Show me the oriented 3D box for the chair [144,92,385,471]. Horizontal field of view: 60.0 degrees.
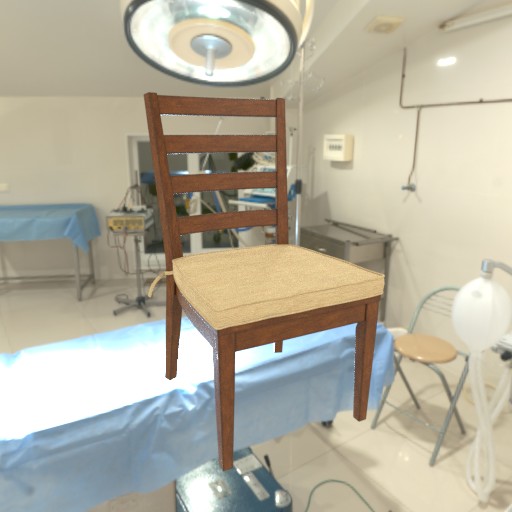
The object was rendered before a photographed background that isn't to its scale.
[{"bbox_3d":[0.000,0.000,1.379,0.593,0.979,0.595,-8,17,-26],"label":"chair"}]
